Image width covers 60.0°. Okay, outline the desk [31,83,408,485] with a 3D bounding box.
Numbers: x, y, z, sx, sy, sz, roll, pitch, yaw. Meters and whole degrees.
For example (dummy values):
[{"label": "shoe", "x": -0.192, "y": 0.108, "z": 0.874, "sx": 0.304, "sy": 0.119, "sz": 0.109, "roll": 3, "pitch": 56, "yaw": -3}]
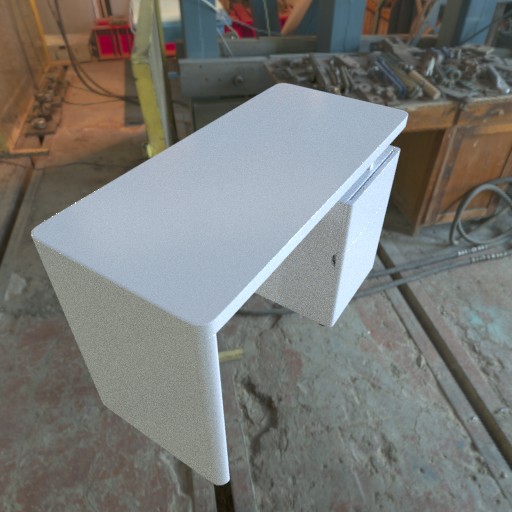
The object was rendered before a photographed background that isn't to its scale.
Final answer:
[{"label": "desk", "x": 0.000, "y": 0.000, "z": 1.580, "sx": 0.550, "sy": 0.760, "sz": 1.200, "roll": 23, "pitch": 46, "yaw": 24}]
